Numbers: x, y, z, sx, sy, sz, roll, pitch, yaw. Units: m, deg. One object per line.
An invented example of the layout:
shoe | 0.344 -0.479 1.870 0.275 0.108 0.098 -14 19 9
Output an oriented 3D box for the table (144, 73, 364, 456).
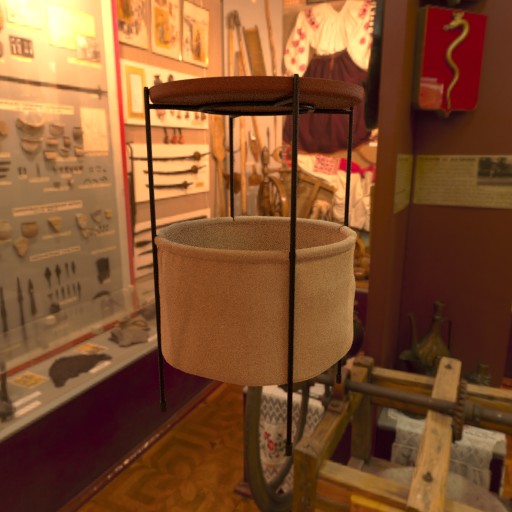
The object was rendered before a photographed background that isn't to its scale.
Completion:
table | 0.000 0.000 0.887 0.393 0.623 0.393 7 15 27
